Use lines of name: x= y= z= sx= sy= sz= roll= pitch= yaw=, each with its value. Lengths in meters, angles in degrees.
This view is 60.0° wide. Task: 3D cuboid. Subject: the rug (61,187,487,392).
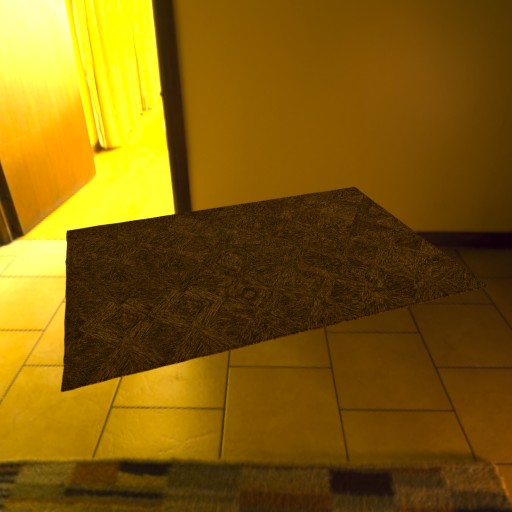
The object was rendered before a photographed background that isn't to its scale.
rug: x=0.000 y=0.000 z=2.217 sx=1.808 sy=0.011 sz=1.189 roll=-11 pitch=34 yaw=-16
